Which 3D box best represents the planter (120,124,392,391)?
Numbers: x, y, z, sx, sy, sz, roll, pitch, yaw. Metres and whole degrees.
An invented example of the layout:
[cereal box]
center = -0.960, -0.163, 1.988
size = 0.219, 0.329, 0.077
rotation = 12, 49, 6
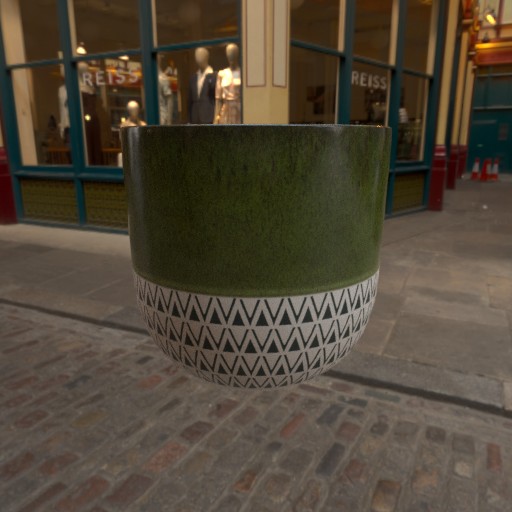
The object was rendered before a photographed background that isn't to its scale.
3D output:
[planter]
center = 0.000, 0.000, 0.486
size = 0.266, 0.270, 0.266
rotation = 0, 15, 0
